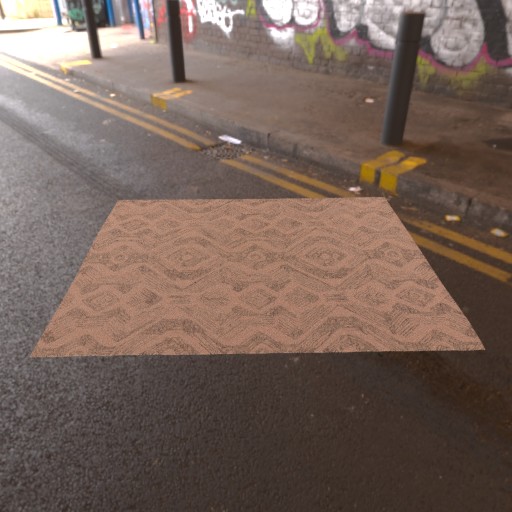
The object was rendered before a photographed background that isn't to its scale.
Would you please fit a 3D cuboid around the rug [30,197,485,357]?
[{"bbox_3d":[0.000,0.000,3.981,3.054,0.030,2.430,-1,32,-1],"label":"rug"}]
